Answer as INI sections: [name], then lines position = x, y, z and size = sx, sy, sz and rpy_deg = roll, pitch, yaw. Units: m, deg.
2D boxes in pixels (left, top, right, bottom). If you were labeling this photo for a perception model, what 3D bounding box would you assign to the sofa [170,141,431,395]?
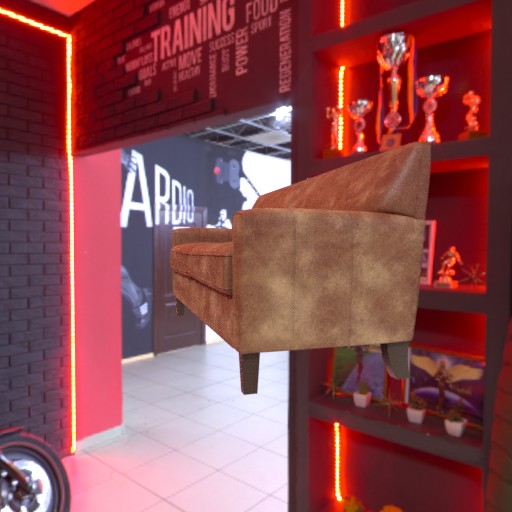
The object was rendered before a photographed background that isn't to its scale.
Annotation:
[sofa]
position = 0.000, 0.000, 2.583
size = 0.805, 0.947, 2.053
rpy_deg = 0, 1, -17
